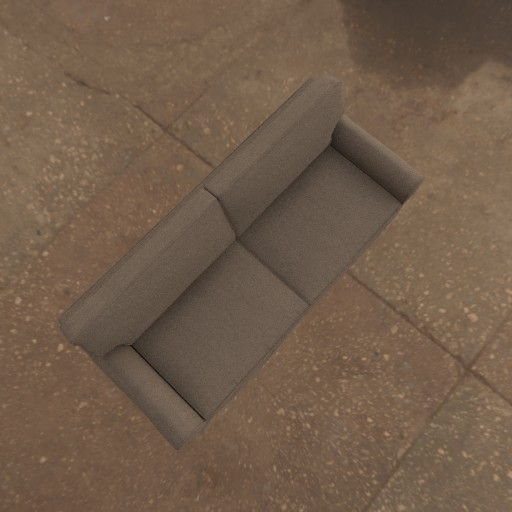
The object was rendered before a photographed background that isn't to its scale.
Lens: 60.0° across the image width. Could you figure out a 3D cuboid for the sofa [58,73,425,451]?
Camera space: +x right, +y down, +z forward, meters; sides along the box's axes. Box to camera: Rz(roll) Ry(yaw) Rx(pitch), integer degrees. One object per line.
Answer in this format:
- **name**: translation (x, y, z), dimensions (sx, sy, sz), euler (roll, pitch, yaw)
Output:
- **sofa**: translation (0.000, 0.000, 2.792), dimensions (0.991, 0.943, 2.248), euler (42, 79, 10)
